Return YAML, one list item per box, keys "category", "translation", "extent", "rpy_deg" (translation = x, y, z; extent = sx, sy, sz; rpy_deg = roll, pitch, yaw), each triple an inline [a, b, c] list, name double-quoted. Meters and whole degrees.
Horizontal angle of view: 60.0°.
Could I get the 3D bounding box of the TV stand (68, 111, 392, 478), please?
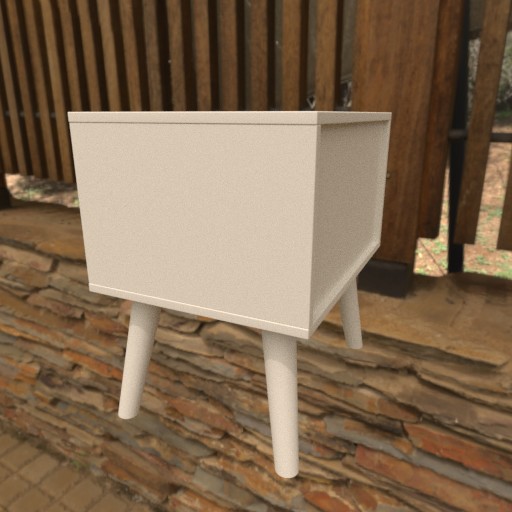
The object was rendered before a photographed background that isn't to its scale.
- category: "TV stand"
  translation: [0.000, 0.000, 0.907]
  extent: [0.405, 0.559, 0.508]
  rpy_deg: [8, 20, 24]
